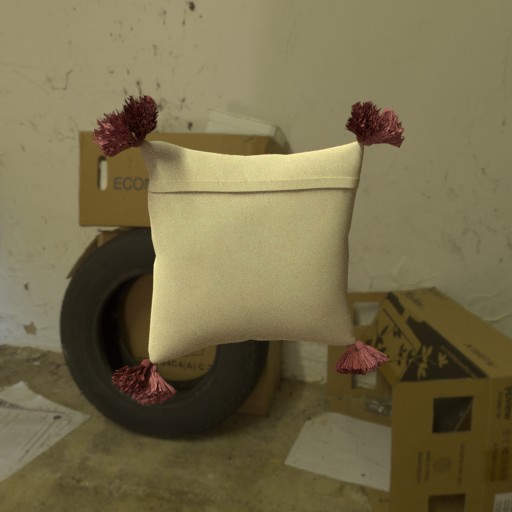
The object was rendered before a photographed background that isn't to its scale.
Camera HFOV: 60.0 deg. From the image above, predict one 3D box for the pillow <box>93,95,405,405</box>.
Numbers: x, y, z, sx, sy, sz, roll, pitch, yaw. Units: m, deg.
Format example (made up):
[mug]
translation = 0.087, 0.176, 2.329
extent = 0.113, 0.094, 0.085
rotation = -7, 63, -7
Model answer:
[pillow]
translation = 0.000, 0.000, 0.971
extent = 0.641, 0.659, 0.138
rotation = -2, 14, -9
